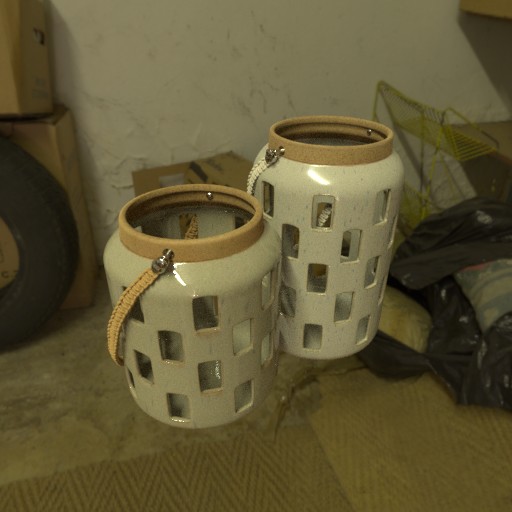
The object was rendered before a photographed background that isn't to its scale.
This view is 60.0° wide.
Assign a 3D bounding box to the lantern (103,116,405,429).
[{"bbox_3d":[0.000,0.000,0.490,0.347,0.255,0.184,-19,35,-30],"label":"lantern"}]
